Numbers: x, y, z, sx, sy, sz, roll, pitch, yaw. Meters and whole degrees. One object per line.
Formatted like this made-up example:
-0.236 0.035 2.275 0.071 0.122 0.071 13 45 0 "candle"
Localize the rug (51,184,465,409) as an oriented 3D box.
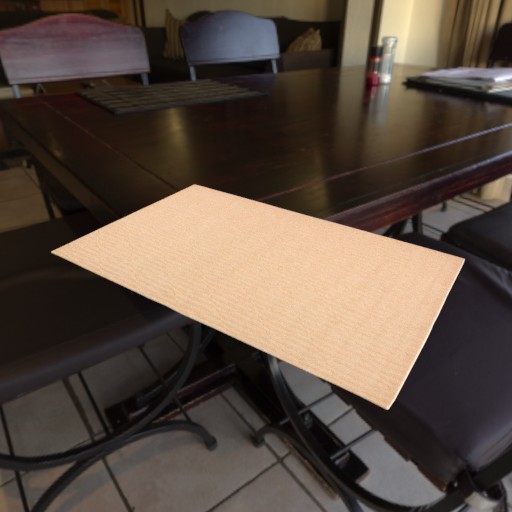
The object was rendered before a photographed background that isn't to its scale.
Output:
0.000 0.000 3.061 2.441 0.014 1.531 19 36 29 "rug"
